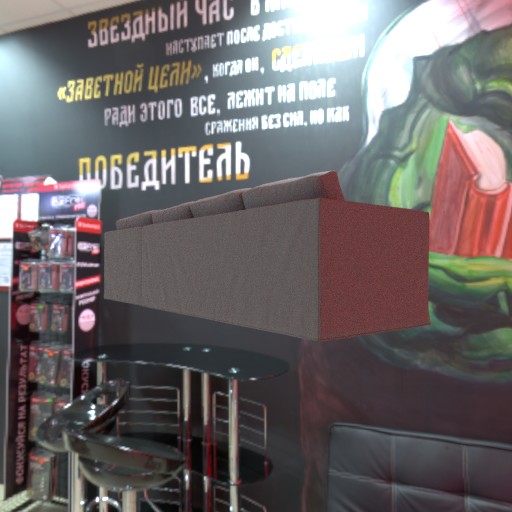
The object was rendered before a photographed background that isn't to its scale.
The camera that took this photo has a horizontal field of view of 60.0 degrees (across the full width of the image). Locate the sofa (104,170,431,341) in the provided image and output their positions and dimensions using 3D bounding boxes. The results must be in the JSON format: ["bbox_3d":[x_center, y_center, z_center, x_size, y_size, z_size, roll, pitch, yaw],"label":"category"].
[{"bbox_3d":[0.000,0.000,3.844,1.622,0.867,3.177,1,-1,-37],"label":"sofa"}]
